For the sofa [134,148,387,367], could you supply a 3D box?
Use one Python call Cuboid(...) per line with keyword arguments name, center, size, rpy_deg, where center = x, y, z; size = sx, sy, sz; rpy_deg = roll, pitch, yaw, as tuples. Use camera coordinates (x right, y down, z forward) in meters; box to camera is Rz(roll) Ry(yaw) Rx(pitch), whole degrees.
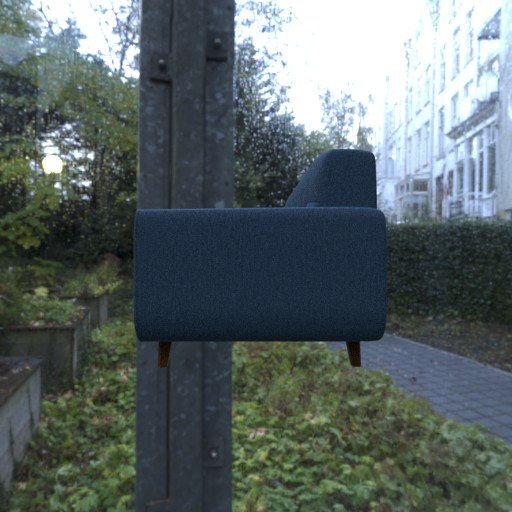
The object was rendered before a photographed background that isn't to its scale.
Cuboid(name="sofa", center=(0.000, 0.000, 2.628), size=(0.942, 0.884, 2.055), rpy_deg=(0, 0, -1))
